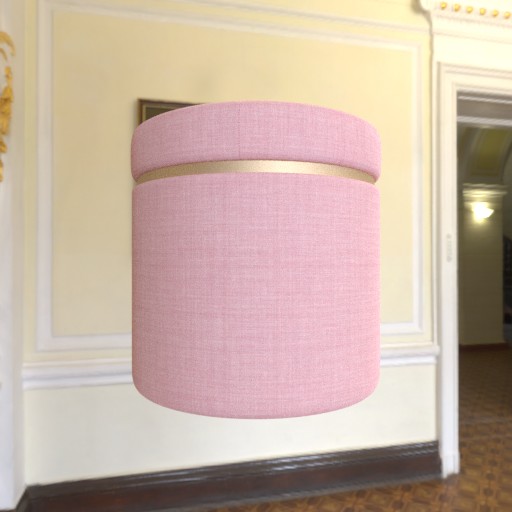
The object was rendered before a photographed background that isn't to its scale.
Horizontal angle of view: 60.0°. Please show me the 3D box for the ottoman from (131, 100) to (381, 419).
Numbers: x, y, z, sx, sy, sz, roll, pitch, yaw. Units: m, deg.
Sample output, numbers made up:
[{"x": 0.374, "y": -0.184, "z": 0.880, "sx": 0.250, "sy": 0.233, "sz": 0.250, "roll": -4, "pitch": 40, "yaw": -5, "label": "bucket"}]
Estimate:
[{"x": 0.000, "y": 0.000, "z": 0.734, "sx": 0.400, "sy": 0.406, "sz": 0.400, "roll": 0, "pitch": 0, "yaw": 0, "label": "ottoman"}]
